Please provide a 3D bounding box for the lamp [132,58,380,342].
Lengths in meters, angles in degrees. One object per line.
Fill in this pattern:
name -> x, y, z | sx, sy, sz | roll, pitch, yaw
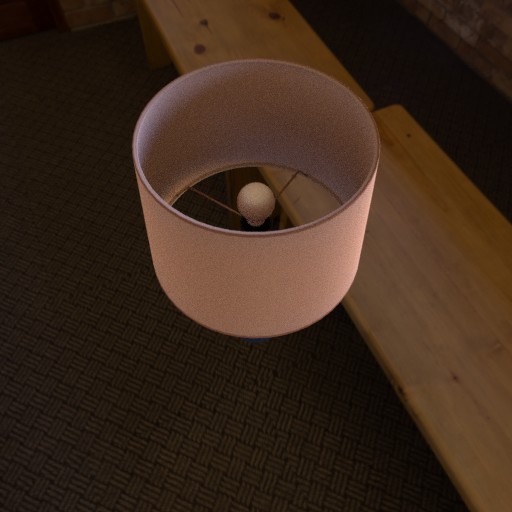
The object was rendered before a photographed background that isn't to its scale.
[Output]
lamp -> 0.000, 0.000, 0.836 | 0.367, 0.609, 0.367 | 0, 59, 0
